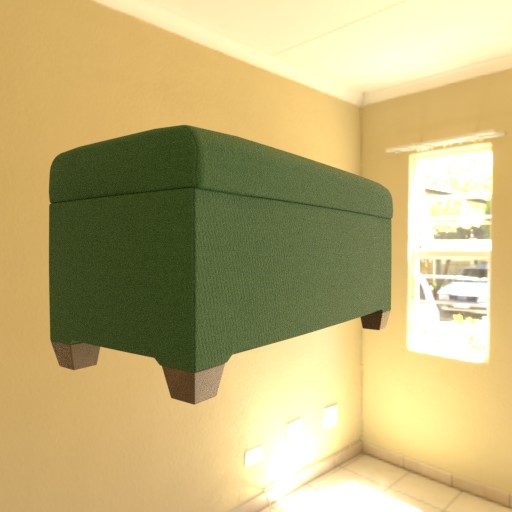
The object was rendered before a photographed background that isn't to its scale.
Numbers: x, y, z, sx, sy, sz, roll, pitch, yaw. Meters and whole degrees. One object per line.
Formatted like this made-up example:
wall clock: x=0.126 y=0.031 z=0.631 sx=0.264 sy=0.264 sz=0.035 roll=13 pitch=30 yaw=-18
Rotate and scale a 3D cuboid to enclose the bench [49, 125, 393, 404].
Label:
bench: x=0.000 y=0.000 z=1.261 sx=0.505 sy=0.501 sz=0.989 roll=1 pitch=1 yaw=36
